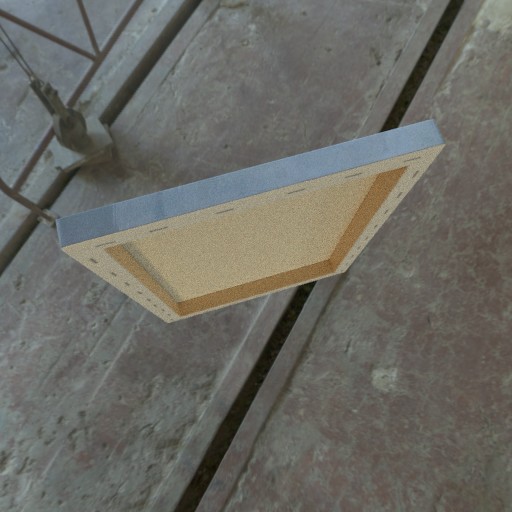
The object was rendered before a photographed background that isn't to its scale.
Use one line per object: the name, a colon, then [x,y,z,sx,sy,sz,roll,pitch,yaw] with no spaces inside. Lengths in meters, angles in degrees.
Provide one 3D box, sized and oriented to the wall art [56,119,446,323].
wall art: [0.000,0.000,0.796,0.455,0.613,0.037,-16,75,-4]
